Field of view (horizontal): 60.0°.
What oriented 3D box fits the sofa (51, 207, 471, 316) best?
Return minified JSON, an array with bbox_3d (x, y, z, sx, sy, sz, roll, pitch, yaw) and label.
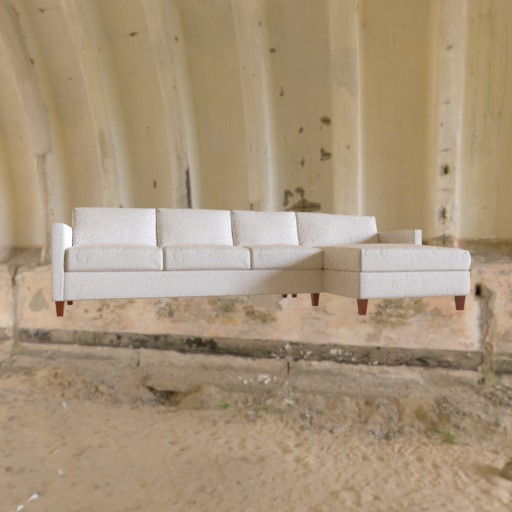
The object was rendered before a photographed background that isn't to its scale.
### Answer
[{"bbox_3d":[0.000,0.000,4.110,3.471,0.954,1.606,0,1,-17],"label":"sofa"}]
